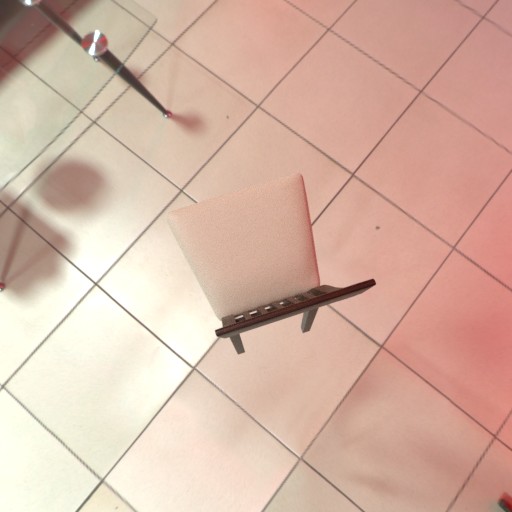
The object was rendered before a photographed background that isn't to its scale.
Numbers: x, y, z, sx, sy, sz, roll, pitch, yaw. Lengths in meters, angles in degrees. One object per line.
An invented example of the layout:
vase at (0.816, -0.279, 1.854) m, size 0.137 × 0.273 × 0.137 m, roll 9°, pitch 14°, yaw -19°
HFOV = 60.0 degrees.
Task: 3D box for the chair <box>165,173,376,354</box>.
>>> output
chair at (0.000, 0.000, 1.308) m, size 0.460 × 1.027 × 0.474 m, roll -18°, pitch 77°, yaw -4°
